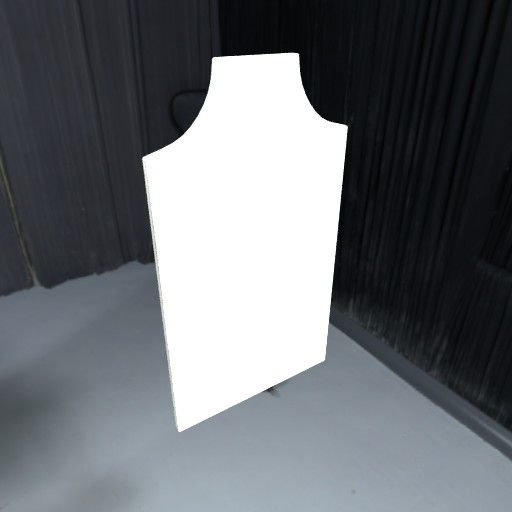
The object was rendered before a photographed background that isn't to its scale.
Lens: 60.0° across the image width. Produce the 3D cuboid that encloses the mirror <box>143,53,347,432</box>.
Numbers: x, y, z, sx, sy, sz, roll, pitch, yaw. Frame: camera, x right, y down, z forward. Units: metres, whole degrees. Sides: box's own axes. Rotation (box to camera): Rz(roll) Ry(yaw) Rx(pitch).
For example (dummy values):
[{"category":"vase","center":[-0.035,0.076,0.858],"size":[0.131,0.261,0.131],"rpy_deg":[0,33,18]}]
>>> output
[{"category":"mirror","center":[0.000,0.000,0.868],"size":[0.403,0.717,0.022],"rpy_deg":[-18,33,-29]}]
